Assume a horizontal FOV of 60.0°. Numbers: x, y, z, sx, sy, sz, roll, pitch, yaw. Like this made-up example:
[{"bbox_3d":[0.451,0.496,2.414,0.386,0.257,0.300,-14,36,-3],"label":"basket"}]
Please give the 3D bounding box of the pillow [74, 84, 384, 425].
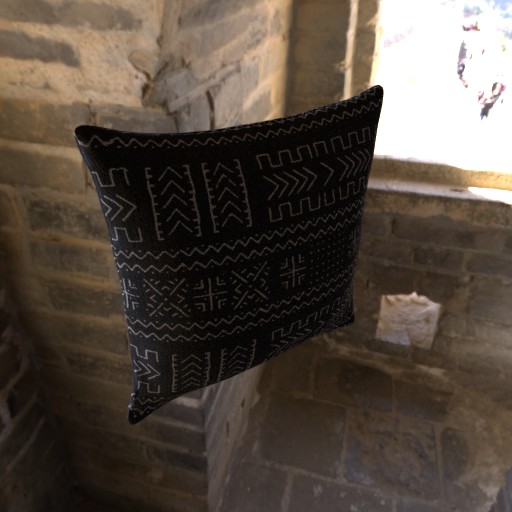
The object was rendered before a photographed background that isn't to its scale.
[{"bbox_3d":[0.000,0.000,0.637,0.438,0.430,0.164,-18,34,-28],"label":"pillow"}]
